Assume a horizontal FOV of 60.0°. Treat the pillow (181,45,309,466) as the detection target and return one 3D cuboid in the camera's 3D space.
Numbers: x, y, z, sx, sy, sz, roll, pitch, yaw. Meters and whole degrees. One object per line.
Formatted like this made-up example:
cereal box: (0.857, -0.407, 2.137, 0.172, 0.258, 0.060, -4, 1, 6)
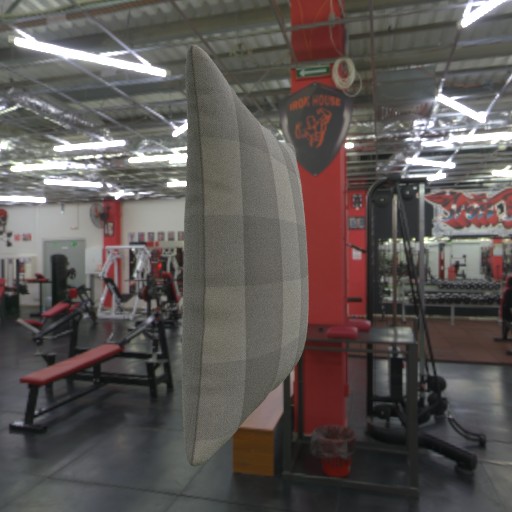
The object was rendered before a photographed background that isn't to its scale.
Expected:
pillow: (0.000, 0.000, 0.773, 0.161, 0.509, 0.511, 0, 0, 17)
